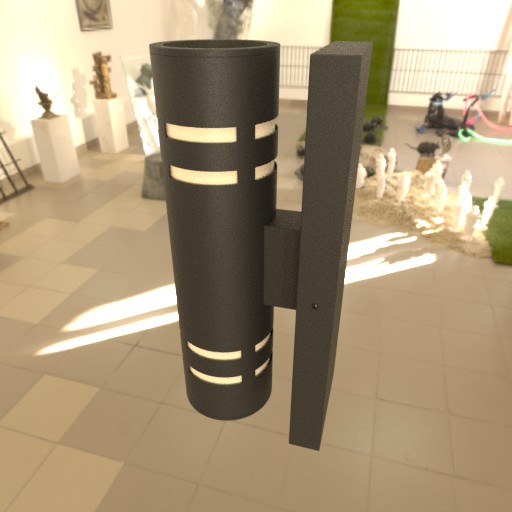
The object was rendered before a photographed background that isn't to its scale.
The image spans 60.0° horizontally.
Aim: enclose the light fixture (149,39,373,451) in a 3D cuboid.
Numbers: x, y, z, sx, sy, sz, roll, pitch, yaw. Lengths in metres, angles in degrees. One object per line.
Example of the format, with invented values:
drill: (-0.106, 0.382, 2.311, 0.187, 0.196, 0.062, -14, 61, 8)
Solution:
light fixture: (0.000, 0.000, 0.383, 0.149, 0.330, 0.105, 8, 31, 14)
